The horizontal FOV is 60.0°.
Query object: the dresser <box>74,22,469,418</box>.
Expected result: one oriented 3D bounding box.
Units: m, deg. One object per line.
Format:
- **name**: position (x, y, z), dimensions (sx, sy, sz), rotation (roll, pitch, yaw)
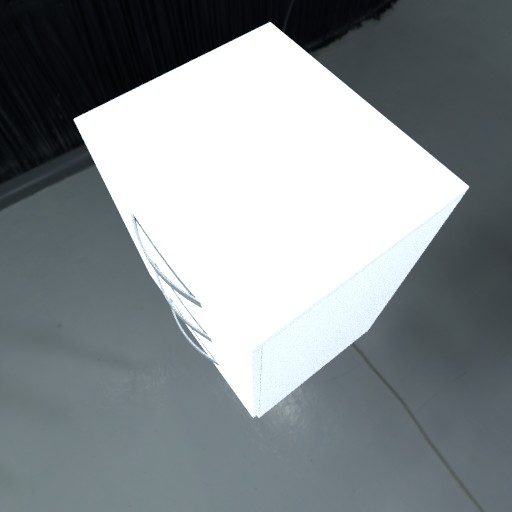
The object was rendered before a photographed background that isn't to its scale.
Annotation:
- **dresser**: position (0.000, 0.000, 0.819), dimensions (0.360, 0.560, 0.400), rotation (-34, 67, -16)
